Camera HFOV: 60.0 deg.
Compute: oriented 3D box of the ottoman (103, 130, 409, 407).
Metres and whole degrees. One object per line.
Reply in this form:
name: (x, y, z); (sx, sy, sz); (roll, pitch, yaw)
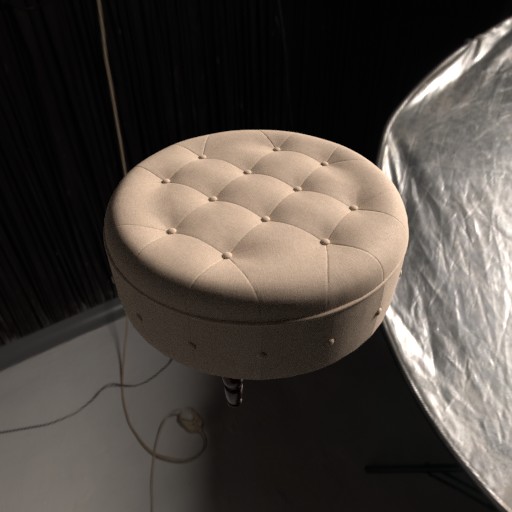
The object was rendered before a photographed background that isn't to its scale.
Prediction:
ottoman: (0.000, 0.000, 1.381); (0.848, 0.494, 0.848); (0, 41, 0)
